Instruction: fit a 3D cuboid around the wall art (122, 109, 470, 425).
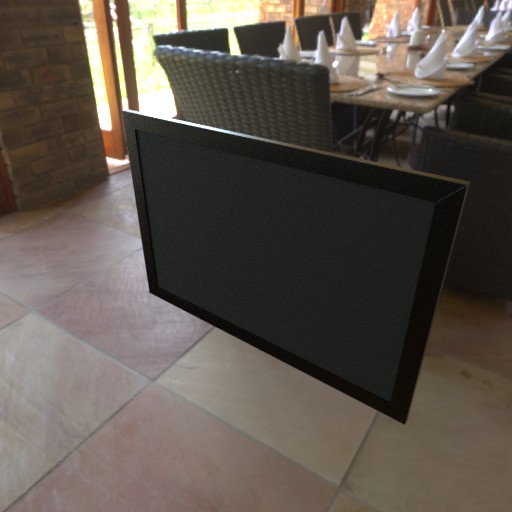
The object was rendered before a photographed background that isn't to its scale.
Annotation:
[{"bbox_3d":[0.000,0.000,0.835,0.660,0.447,0.013,21,37,31],"label":"wall art"}]
